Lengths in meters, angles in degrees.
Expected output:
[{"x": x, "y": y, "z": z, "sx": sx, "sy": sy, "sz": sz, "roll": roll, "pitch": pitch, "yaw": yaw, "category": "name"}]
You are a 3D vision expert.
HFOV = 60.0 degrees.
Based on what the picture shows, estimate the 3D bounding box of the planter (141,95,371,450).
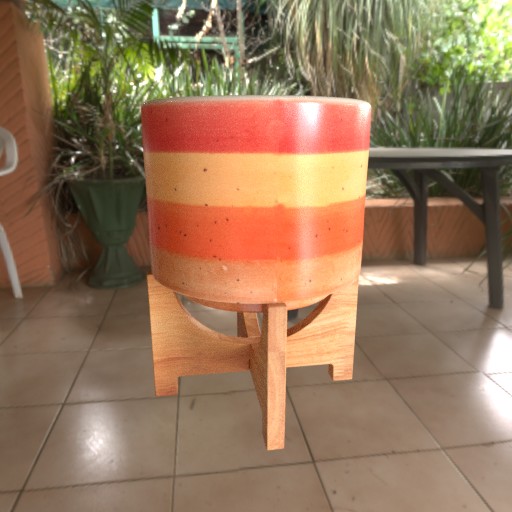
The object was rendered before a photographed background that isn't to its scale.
[{"x": 0.000, "y": 0.000, "z": 0.412, "sx": 0.199, "sy": 0.268, "sz": 0.199, "roll": 0, "pitch": 16, "yaw": 0, "category": "planter"}]
